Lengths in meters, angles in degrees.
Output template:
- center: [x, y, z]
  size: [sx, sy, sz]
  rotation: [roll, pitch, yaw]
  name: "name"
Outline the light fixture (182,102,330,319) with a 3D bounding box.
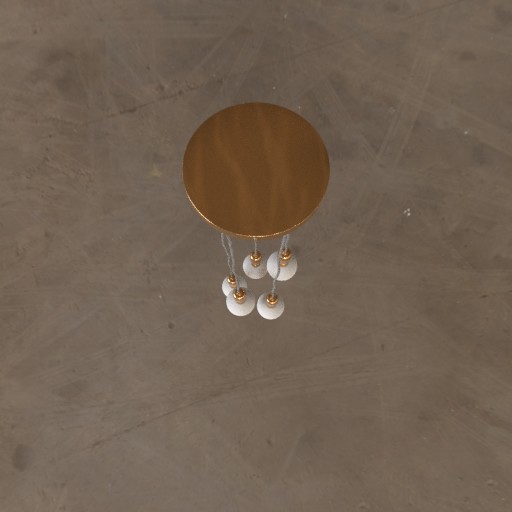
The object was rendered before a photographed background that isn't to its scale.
- center: [0.000, 0.000, 0.509]
  size: [0.108, 0.457, 0.105]
  rotation: [0, 74, 0]
  name: "light fixture"
